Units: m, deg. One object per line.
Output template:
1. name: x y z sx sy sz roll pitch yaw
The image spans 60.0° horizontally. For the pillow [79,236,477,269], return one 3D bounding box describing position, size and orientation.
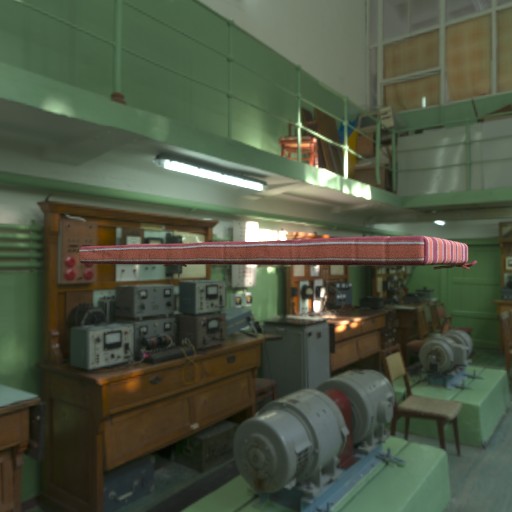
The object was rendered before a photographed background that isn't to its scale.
1. pillow: 0.000 0.000 1.376 1.187 0.081 0.492 0 -1 35
